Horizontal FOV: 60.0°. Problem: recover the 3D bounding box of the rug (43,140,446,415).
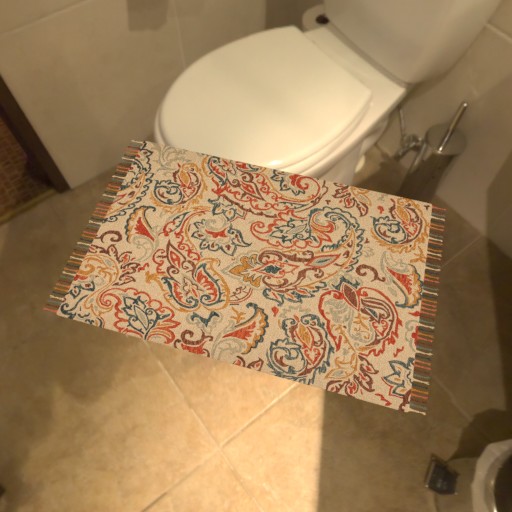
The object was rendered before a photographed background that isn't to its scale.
[{"bbox_3d":[0.000,0.000,2.468,1.997,0.010,1.218,14,64,7],"label":"rug"}]
